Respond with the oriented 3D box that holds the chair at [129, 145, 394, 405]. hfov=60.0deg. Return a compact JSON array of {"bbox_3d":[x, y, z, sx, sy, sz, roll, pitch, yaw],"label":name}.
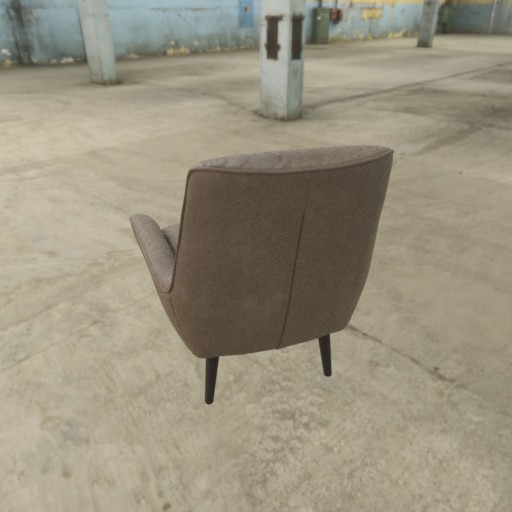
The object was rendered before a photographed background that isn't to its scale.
[{"bbox_3d":[0.000,0.000,1.507,0.787,0.888,0.824,-8,29,-15],"label":"chair"}]
